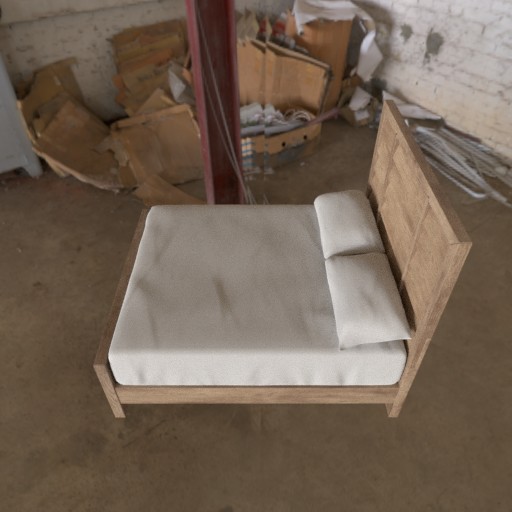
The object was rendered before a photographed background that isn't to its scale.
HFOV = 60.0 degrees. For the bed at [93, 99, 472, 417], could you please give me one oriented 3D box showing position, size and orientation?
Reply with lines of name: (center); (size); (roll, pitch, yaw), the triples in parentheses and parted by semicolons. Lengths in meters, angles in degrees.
bed: (0.000, 0.000, 3.196); (2.017, 1.631, 1.615); (0, 42, 0)
